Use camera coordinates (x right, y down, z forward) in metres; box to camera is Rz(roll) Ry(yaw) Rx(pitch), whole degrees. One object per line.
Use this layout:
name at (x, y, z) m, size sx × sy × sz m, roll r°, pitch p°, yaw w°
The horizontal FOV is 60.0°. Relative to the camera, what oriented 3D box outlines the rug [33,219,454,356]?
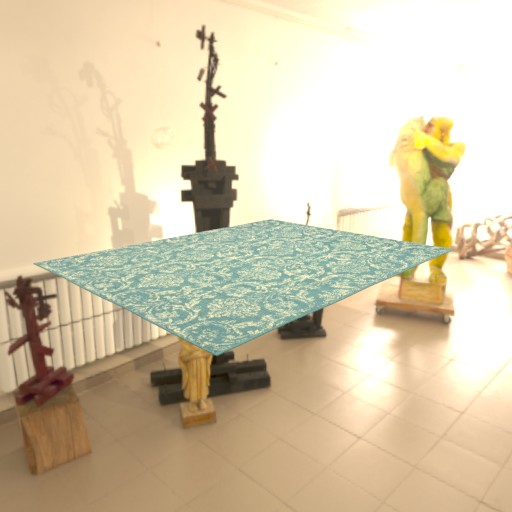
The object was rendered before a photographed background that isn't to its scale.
rug at (0.000, 0.000, 3.985) m, size 2.363 × 0.012 × 2.980 m, roll 14°, pitch 20°, yaw 42°
